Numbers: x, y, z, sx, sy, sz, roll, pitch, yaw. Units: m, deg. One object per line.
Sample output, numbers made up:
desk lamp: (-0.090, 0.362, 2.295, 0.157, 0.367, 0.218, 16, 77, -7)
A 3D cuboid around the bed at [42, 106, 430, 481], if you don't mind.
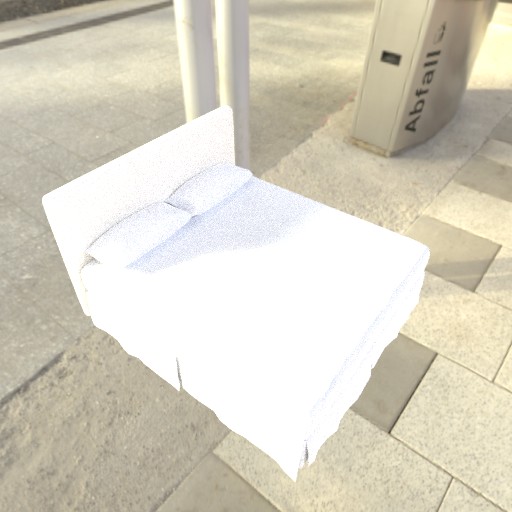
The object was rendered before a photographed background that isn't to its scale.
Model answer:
bed: (0.000, 0.000, 3.623, 2.341, 1.317, 2.119, 26, 48, 27)
